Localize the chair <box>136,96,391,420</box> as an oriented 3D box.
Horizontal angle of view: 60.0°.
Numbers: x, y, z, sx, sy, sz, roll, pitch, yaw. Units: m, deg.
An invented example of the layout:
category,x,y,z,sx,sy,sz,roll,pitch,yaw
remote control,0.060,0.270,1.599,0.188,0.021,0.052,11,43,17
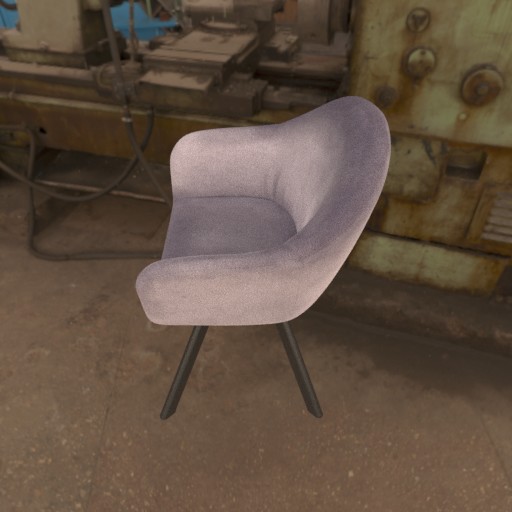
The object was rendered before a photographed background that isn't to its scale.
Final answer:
category,x,y,z,sx,sy,sz,roll,pitch,yaw
chair,0.000,0.000,1.152,0.540,0.780,0.570,0,41,-1
